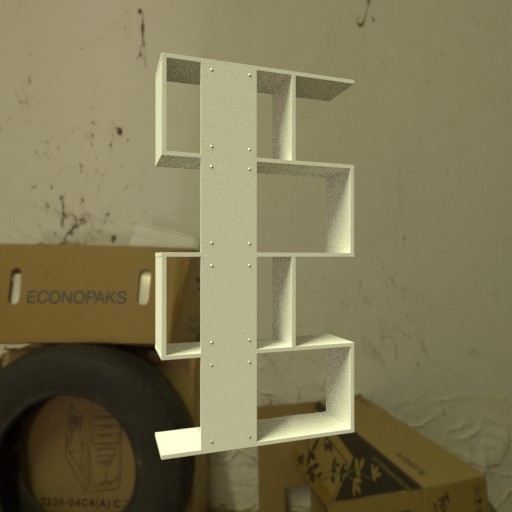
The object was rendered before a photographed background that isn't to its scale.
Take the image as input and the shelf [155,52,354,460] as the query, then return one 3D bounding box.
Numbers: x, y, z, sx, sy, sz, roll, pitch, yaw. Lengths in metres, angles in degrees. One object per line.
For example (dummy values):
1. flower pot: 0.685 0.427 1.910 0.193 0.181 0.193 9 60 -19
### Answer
1. shelf: 0.000 0.000 2.053 0.890 1.650 0.250 0 0 -19
